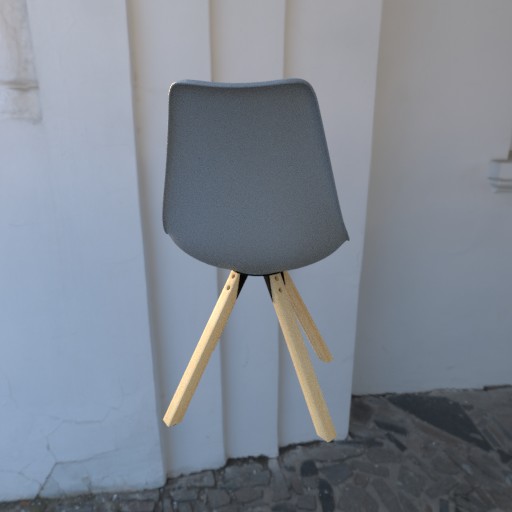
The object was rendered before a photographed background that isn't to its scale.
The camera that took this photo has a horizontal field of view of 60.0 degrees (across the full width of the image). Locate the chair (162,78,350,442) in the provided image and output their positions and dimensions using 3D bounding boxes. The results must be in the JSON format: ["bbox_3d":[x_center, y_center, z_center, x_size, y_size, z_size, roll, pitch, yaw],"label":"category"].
[{"bbox_3d":[0.000,0.000,1.192,0.485,0.850,0.549,2,18,8],"label":"chair"}]
